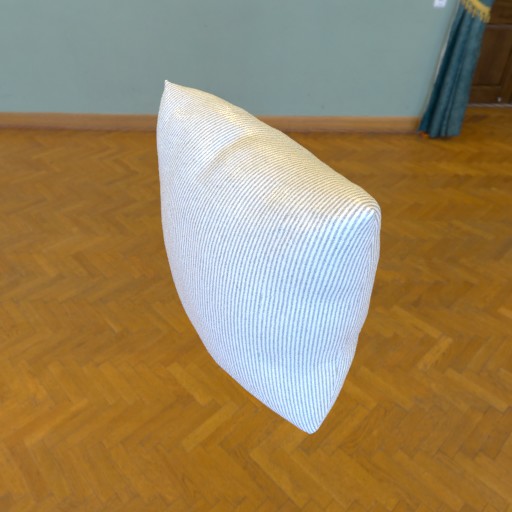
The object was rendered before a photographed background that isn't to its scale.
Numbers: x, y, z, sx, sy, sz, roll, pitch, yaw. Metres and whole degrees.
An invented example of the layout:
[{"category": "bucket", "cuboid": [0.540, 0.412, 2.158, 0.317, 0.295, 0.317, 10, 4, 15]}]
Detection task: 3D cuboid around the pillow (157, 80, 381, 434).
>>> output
[{"category": "pillow", "cuboid": [0.000, 0.000, 0.695, 0.310, 0.432, 0.387, 0, 40, 0]}]
